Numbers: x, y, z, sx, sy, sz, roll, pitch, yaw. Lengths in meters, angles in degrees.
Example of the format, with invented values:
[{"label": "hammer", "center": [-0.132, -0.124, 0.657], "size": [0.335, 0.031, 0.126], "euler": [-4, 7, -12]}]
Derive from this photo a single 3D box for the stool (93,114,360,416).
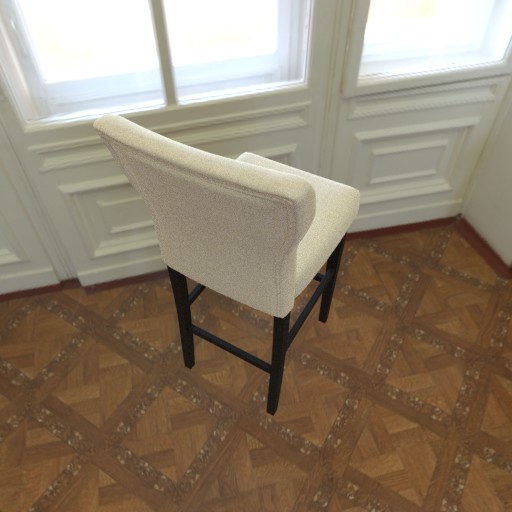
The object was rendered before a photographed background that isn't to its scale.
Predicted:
[{"label": "stool", "center": [0.000, 0.000, 1.441], "size": [0.516, 1.124, 0.603], "euler": [23, 51, 20]}]
